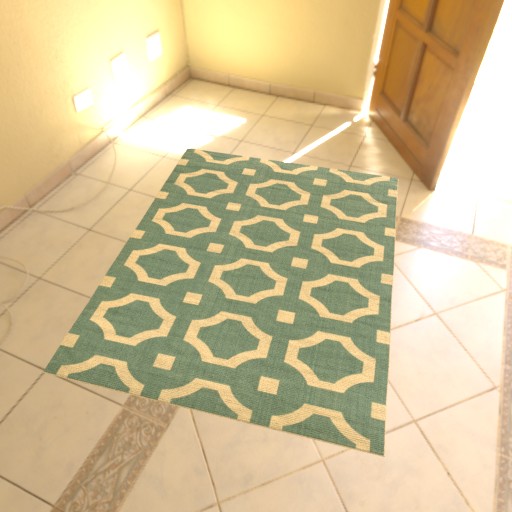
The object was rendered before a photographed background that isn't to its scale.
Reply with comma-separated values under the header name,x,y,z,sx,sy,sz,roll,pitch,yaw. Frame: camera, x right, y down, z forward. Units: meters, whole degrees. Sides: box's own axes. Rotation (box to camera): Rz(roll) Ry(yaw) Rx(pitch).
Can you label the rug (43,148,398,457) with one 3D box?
name,x,y,z,sx,sy,sz,roll,pitch,yaw
rug,0.000,0.000,4.060,2.466,0.021,3.049,10,47,10
